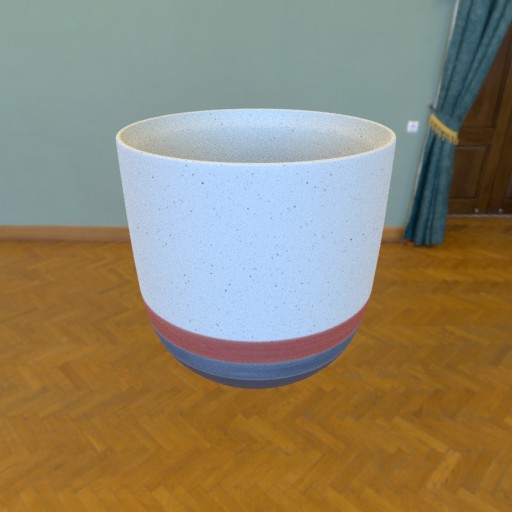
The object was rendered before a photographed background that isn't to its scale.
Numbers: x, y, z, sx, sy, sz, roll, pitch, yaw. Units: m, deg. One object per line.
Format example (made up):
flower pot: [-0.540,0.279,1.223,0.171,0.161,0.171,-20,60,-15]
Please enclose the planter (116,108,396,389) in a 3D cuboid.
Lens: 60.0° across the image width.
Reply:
planter: [0.000,0.000,0.381,0.204,0.214,0.204,0,27,0]
